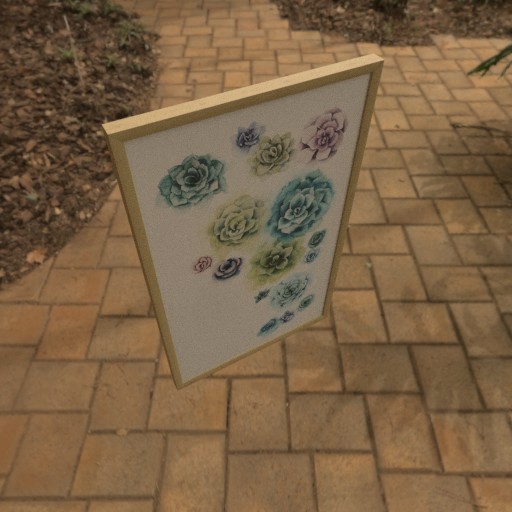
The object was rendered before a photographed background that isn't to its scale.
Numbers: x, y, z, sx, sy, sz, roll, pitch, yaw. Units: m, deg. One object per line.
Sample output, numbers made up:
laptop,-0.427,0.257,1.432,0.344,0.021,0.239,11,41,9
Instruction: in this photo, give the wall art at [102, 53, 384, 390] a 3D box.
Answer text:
wall art,0.000,0.000,1.023,0.510,0.810,0.039,-22,51,-19
